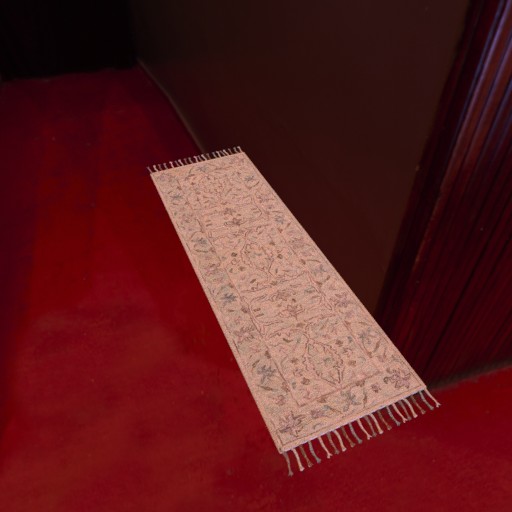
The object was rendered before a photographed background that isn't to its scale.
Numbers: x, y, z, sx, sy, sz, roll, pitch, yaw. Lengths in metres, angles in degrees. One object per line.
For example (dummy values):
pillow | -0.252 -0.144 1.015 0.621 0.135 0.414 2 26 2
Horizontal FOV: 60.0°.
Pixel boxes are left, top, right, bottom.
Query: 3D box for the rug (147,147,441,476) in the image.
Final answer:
rug | 0.000 0.000 2.695 0.769 0.013 2.440 -17 47 -17
